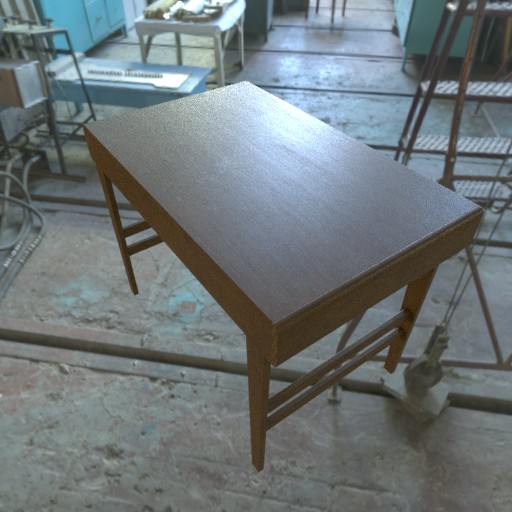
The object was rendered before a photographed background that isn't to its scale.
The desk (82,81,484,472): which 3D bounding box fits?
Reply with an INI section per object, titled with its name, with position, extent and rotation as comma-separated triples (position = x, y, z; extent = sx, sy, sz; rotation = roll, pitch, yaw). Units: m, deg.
[desk]
position = 0.000, 0.000, 1.542
extent = 0.660, 0.754, 1.066
rotation = -26, 48, -26
